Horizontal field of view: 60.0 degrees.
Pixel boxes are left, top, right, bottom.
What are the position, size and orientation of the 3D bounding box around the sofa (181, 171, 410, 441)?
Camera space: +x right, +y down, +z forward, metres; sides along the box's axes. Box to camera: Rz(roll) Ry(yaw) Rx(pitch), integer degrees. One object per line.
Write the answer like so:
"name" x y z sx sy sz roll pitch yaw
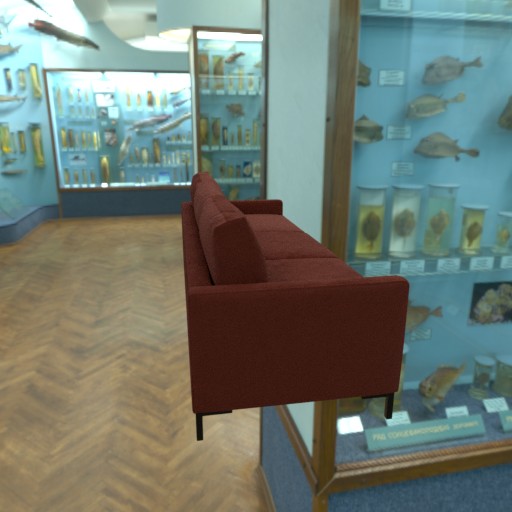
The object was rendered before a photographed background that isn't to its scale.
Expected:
"sofa" 0.000 0.000 2.729 0.875 0.879 2.252 -3 16 -10
